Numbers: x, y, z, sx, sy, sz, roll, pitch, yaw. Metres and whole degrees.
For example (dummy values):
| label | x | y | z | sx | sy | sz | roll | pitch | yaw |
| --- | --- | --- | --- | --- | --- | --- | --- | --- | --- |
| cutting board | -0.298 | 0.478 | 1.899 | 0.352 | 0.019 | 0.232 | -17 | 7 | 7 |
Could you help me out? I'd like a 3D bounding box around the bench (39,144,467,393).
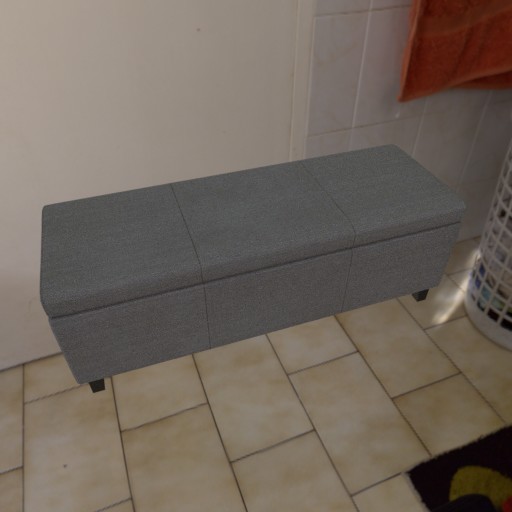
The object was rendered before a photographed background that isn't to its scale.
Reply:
| label | x | y | z | sx | sy | sz | roll | pitch | yaw |
| --- | --- | --- | --- | --- | --- | --- | --- | --- | --- |
| bench | 0.000 | 0.000 | 1.495 | 1.269 | 0.438 | 0.446 | -13 | 43 | -14 |
